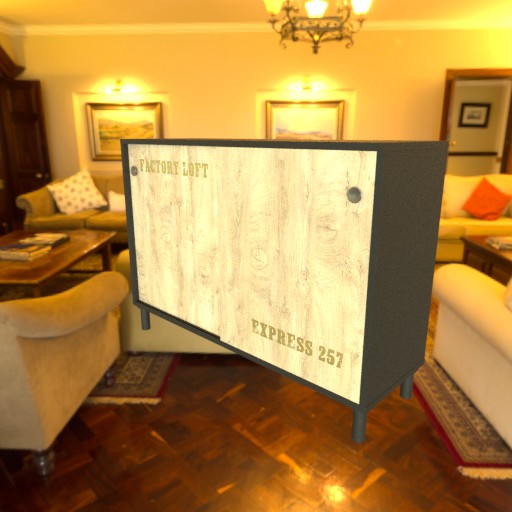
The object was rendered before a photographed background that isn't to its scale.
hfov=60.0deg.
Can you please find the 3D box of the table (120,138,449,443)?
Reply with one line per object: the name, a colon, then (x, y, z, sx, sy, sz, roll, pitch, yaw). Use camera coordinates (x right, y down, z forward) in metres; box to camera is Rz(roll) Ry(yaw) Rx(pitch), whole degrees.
table: (0.000, 0.000, 1.685, 1.200, 0.855, 0.400, 14, 21, 42)
